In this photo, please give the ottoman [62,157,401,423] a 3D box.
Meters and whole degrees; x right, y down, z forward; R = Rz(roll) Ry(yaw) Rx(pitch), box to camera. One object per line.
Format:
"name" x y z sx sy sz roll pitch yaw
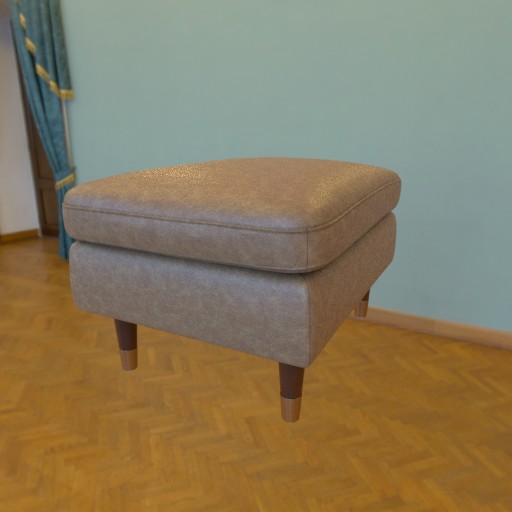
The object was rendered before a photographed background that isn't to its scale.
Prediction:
"ottoman" 0.000 0.000 1.132 0.593 0.478 0.747 8 18 26
